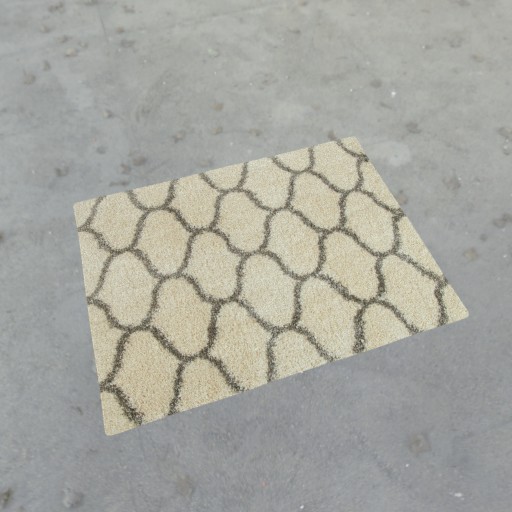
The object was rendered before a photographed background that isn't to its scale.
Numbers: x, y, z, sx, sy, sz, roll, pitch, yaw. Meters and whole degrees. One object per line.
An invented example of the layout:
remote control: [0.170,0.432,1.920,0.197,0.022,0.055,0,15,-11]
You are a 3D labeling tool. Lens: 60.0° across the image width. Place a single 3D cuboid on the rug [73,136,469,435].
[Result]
rug: [0.000,0.000,2.131,1.600,0.025,1.200,-16,59,-10]
